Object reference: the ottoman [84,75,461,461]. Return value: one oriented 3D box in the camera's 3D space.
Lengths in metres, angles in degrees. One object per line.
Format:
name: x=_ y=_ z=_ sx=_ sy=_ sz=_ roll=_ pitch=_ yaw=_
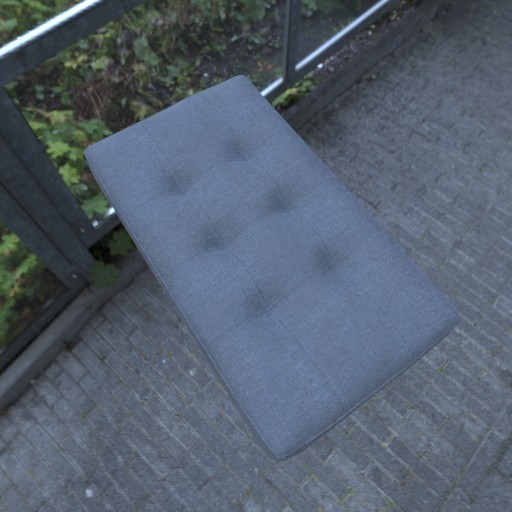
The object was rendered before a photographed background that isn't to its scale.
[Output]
ottoman: x=0.000 y=0.000 z=1.497 sx=0.648 sy=0.514 sz=1.143 roll=-31 pitch=68 yaw=-14
